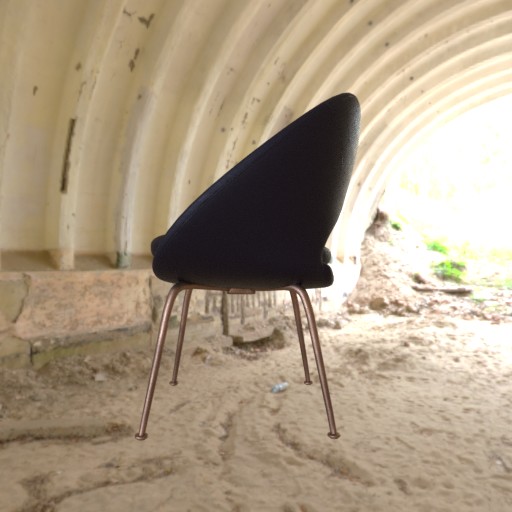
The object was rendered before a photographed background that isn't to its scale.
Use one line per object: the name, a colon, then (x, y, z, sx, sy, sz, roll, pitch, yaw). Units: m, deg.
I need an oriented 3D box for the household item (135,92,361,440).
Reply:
household item: (0.000, 0.000, 1.263, 0.573, 0.852, 0.623, 0, -1, -1)
